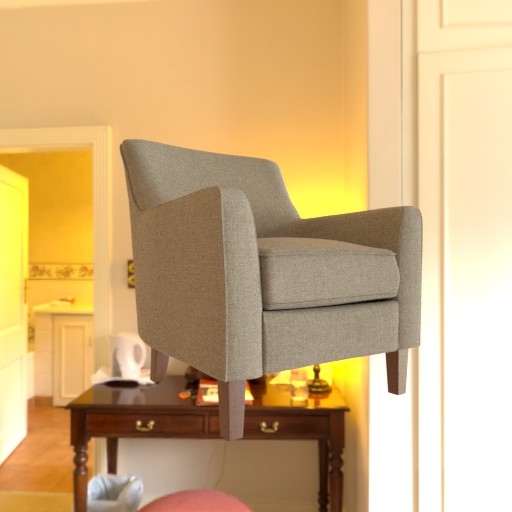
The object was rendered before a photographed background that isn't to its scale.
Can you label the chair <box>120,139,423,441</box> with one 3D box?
[{"bbox_3d":[0.000,0.000,1.820,0.887,1.047,0.993,0,0,-35],"label":"chair"}]
